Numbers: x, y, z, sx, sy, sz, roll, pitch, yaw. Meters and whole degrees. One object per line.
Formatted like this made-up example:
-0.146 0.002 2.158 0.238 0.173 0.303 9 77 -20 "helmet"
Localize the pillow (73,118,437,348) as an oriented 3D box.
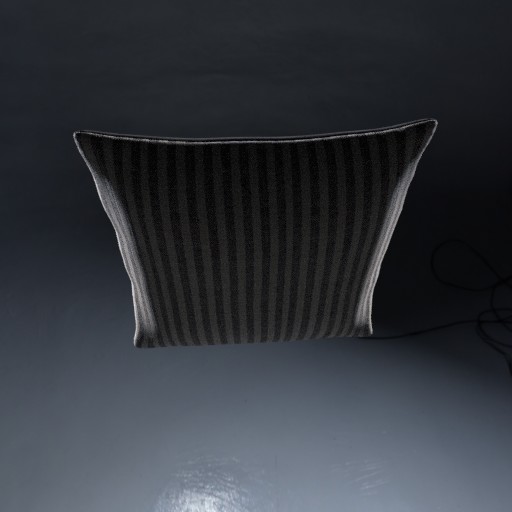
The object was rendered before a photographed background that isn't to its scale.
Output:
0.000 0.000 0.797 0.523 0.506 0.166 -3 44 -3 "pillow"
